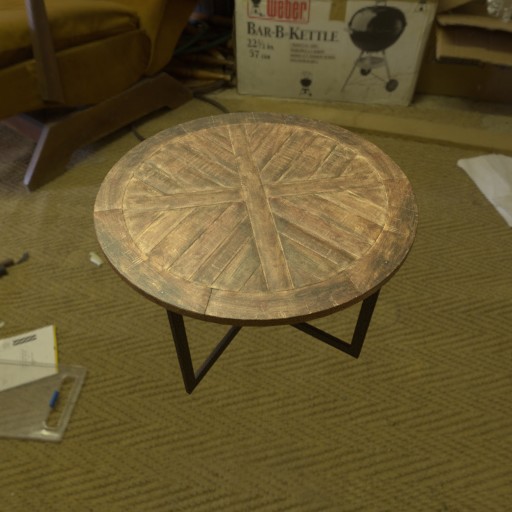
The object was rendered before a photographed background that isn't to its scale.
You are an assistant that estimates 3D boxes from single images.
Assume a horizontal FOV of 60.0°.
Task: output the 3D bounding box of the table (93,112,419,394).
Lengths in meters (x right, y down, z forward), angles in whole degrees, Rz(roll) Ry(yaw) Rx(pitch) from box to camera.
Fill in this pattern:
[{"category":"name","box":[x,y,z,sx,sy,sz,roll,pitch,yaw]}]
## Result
[{"category":"table","box":[0.000,0.000,2.050,1.264,0.762,1.264,0,46,0]}]
